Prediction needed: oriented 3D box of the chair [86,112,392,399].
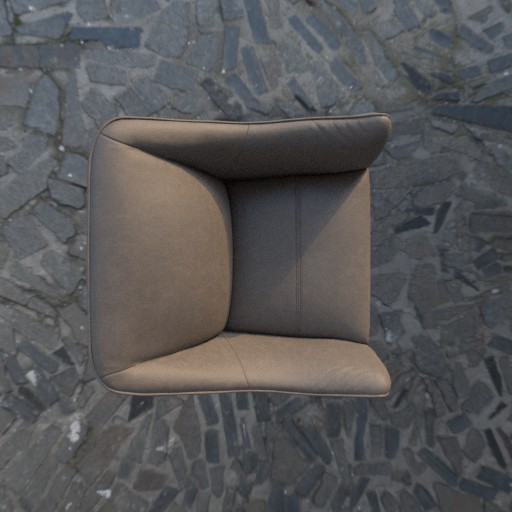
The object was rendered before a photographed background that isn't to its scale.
[{"bbox_3d":[0.000,0.000,1.523,0.852,0.830,0.871,0,90,1],"label":"chair"}]
